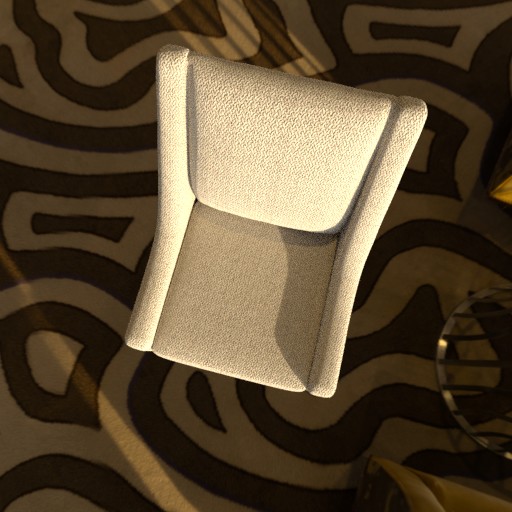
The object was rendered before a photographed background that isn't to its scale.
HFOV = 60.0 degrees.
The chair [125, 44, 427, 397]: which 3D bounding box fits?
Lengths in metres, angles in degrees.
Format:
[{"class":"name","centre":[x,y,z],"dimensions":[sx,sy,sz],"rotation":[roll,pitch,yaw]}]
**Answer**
[{"class":"chair","centre":[0.000,0.000,1.600],"dimensions":[0.774,1.014,0.870],"rotation":[14,78,3]}]
